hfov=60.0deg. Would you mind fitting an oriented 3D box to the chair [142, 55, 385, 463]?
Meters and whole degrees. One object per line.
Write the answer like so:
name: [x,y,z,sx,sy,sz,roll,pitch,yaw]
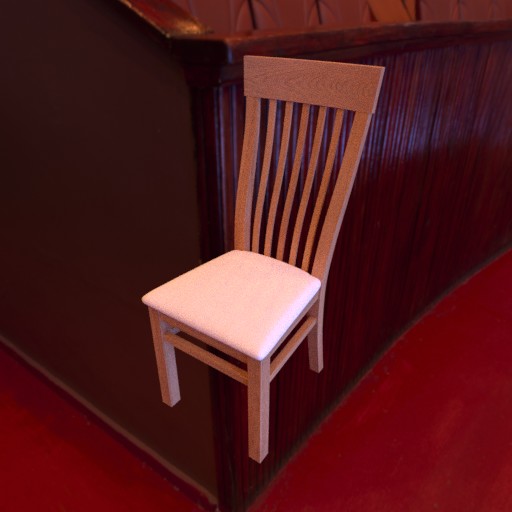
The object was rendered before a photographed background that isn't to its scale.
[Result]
chair: [0.000,0.000,1.358,0.450,1.050,0.580,20,36,30]
